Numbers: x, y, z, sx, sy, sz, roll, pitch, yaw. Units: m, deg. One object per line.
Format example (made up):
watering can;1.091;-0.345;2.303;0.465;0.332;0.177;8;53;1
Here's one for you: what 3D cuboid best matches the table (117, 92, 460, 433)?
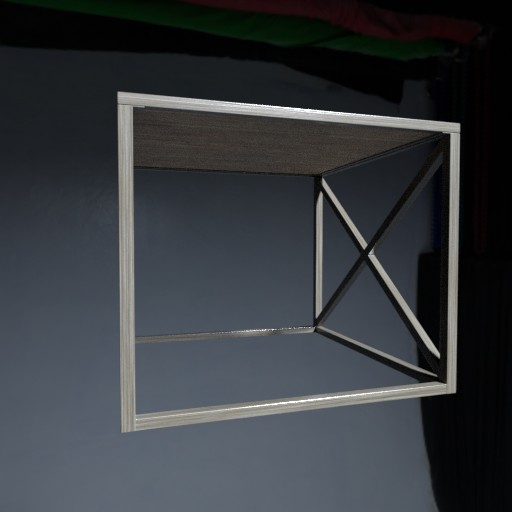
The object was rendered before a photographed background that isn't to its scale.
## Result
table;0.000;0.000;1.037;0.609;0.507;0.611;-1;2;-17
